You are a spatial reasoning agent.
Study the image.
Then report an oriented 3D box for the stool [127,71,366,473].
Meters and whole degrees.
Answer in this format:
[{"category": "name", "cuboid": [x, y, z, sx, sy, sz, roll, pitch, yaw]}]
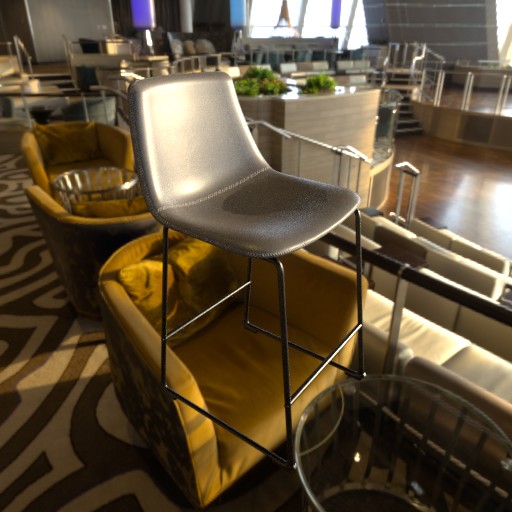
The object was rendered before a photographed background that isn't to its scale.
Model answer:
[{"category": "stool", "cuboid": [0.000, 0.000, 1.182, 0.546, 0.876, 0.470, 19, 33, 32]}]
